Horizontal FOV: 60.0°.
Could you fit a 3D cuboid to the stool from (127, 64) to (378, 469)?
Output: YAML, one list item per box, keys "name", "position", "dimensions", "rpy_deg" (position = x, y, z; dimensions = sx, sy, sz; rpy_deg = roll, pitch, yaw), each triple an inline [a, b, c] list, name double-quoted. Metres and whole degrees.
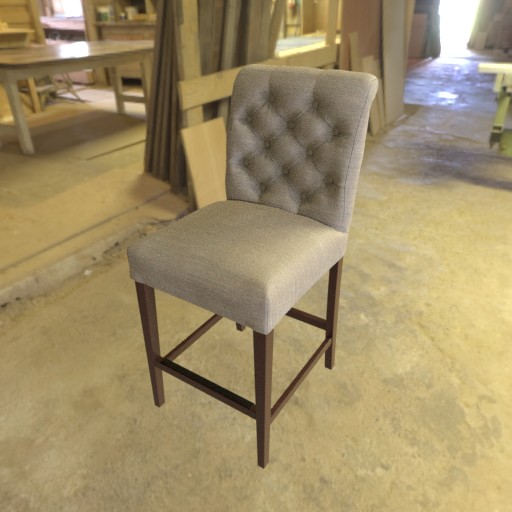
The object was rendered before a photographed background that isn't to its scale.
- name: "stool"
  position: [0.000, 0.000, 1.446]
  dimensions: [0.486, 1.084, 0.660]
  rpy_deg: [18, 34, 28]
